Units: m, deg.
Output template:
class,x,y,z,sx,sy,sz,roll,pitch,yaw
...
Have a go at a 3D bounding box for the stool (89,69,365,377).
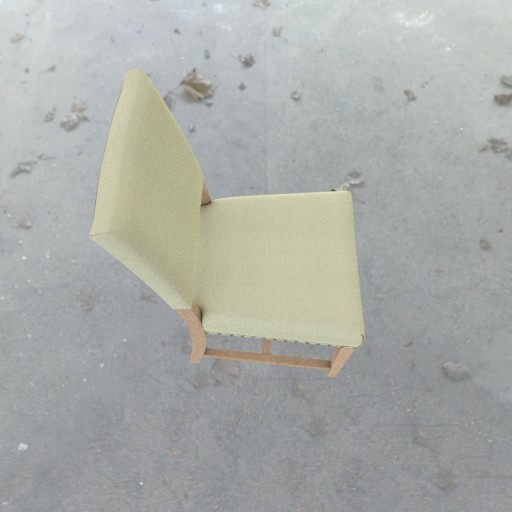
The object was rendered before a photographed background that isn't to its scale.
class,x,y,z,sx,sy,sz,roll,pitch,yaw
stool,0.000,0.000,1.330,0.623,0.986,0.508,1,63,1
